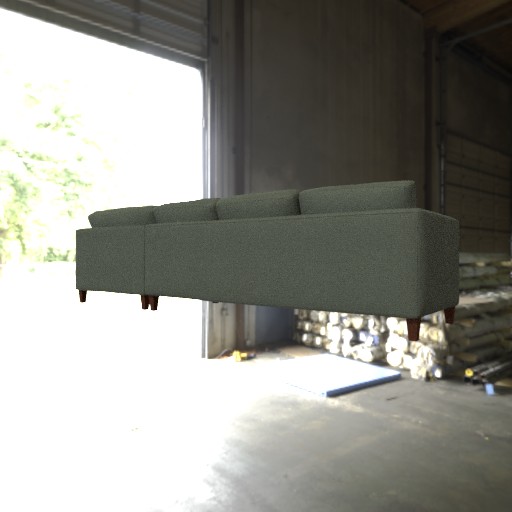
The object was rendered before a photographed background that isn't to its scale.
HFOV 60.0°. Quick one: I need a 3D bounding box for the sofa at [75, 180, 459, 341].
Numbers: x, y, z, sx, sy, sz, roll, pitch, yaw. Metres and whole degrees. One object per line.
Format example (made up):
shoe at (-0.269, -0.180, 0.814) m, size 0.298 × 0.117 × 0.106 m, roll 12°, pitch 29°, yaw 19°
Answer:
sofa at (0.000, 0.000, 4.085) m, size 3.471 × 0.950 × 1.604 m, roll 0°, pitch 0°, yaw 37°
